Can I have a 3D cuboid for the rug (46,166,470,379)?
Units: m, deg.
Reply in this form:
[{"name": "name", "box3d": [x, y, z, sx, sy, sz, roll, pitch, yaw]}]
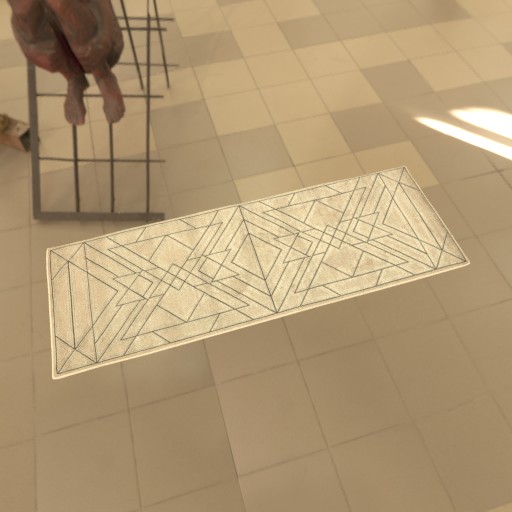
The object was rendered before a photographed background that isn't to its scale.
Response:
[{"name": "rug", "box3d": [0.000, 0.000, 2.625, 2.381, 0.036, 0.831, -14, 58, -9]}]
